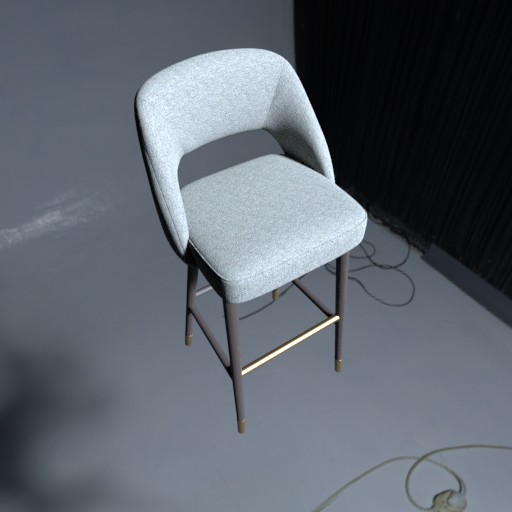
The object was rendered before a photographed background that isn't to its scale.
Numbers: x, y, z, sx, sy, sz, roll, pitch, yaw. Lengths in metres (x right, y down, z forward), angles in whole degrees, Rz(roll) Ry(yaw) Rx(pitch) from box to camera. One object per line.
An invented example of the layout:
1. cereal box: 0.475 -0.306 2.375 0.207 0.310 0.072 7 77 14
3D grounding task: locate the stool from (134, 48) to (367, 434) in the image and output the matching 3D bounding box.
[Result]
1. stool: 0.000 0.000 1.399 0.536 1.089 0.524 -25 51 -22
